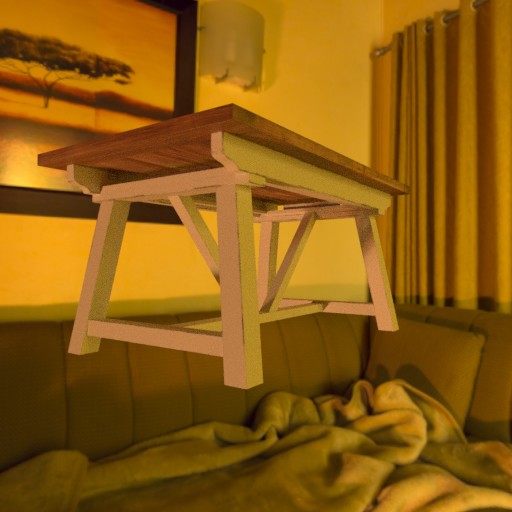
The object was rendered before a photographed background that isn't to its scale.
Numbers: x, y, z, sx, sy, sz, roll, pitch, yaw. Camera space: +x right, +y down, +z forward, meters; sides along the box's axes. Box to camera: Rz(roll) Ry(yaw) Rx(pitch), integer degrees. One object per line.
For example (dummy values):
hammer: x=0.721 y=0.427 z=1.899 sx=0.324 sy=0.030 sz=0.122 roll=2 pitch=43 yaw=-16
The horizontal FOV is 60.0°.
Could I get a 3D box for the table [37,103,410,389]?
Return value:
table: x=0.000 y=0.000 z=1.985 sx=0.922 sy=0.743 sz=1.503 roll=-1 pitch=-1 yaw=35
